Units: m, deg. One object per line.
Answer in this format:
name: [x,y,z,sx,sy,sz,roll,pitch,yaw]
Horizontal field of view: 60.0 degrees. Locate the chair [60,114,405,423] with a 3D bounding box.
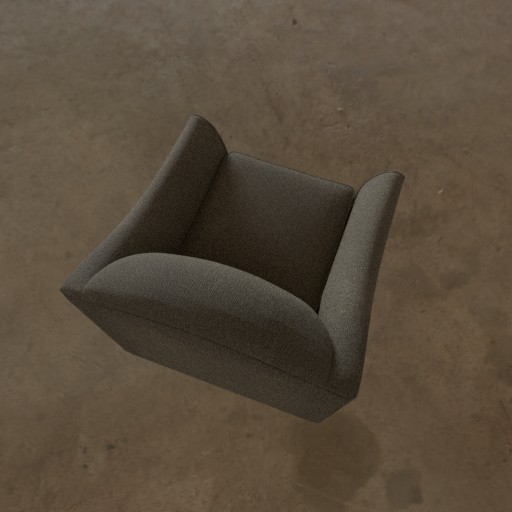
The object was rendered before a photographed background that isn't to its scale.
chair: [0.000,0.000,1.449,0.763,0.839,0.787,18,66,8]
